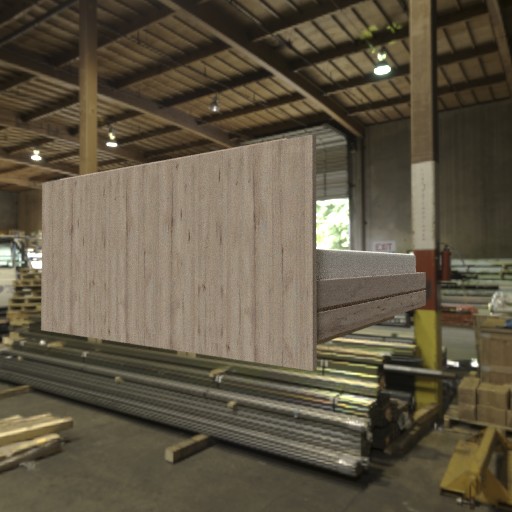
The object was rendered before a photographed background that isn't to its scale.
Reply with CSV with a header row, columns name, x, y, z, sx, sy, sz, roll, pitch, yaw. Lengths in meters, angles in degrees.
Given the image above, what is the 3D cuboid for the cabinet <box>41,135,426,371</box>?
name,x,y,z,sx,sy,sz,roll,pitch,yaw
cabinet,0.000,0.000,3.192,1.950,0.970,2.080,-1,-1,34
